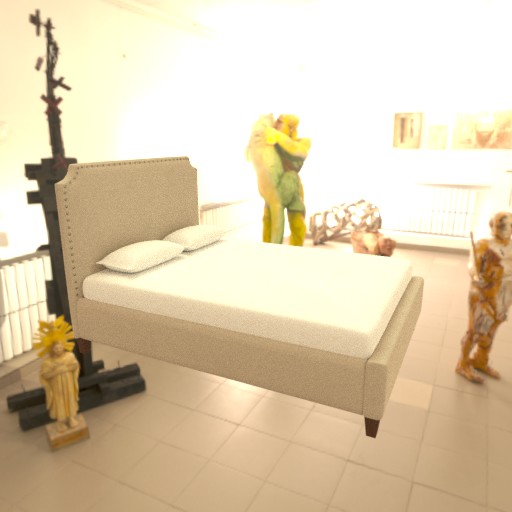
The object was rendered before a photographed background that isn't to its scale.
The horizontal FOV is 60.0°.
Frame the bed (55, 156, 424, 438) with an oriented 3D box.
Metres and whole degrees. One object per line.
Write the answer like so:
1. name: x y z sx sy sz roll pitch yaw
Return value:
1. bed: 0.000 0.000 3.487 2.372 1.443 1.713 7 17 25
